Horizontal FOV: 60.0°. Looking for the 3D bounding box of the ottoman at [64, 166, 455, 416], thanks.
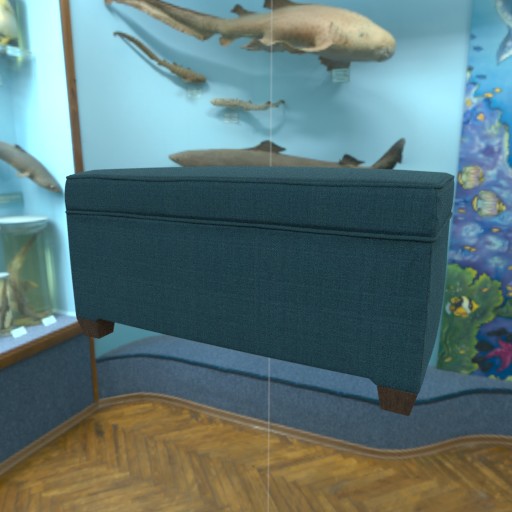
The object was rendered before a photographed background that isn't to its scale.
[{"bbox_3d":[0.000,0.000,1.196,0.943,0.474,0.474,6,14,26],"label":"ottoman"}]
